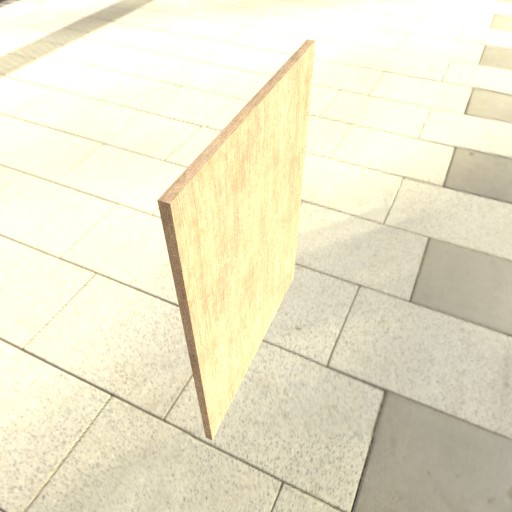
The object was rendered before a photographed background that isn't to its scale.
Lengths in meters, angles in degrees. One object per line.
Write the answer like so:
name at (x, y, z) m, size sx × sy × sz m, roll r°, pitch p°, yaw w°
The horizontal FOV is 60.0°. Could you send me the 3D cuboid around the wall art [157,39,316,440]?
wall art at (0.000, 0.000, 0.926) m, size 0.018 × 0.686 × 0.534 m, roll 17°, pitch 48°, yaw 16°
